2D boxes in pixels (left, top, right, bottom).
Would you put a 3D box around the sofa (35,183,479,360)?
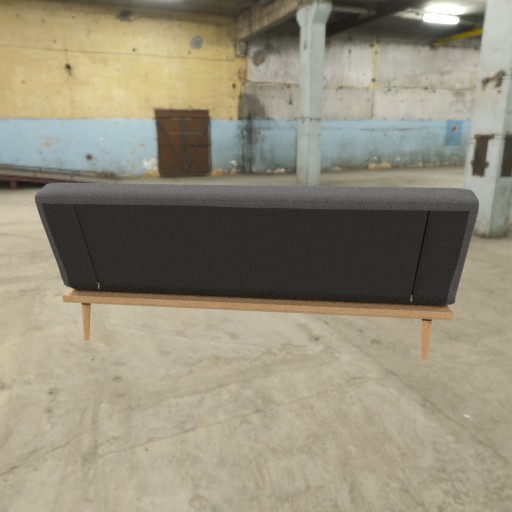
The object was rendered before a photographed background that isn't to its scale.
[{"bbox_3d":[0.000,0.000,2.226,1.820,0.770,0.820,2,15,7],"label":"sofa"}]
